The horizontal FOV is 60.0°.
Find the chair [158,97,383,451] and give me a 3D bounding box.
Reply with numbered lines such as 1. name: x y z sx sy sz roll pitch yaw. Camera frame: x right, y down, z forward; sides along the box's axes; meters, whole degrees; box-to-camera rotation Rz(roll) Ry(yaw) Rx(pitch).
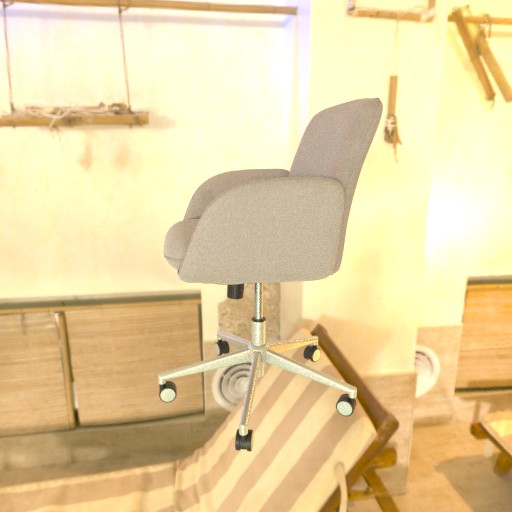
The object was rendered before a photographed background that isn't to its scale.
1. chair: 0.000 0.000 1.415 0.654 0.959 0.648 -3 14 -10
